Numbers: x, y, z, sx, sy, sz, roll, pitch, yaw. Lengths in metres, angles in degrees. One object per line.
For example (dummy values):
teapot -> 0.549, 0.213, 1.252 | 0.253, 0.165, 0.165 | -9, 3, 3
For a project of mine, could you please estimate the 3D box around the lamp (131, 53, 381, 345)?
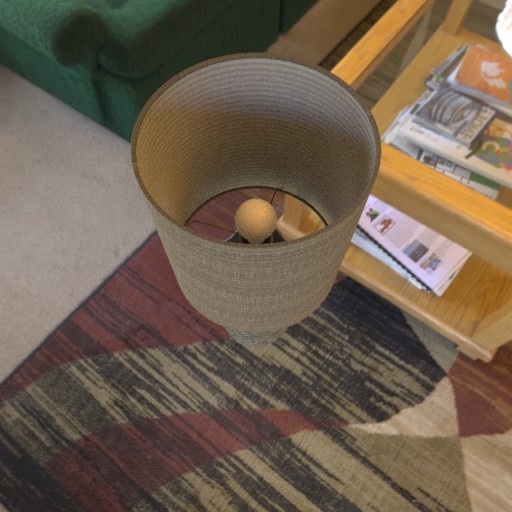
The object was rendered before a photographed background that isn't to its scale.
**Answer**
lamp -> 0.000, 0.000, 0.731 | 0.268, 0.566, 0.269 | 17, 65, 8
